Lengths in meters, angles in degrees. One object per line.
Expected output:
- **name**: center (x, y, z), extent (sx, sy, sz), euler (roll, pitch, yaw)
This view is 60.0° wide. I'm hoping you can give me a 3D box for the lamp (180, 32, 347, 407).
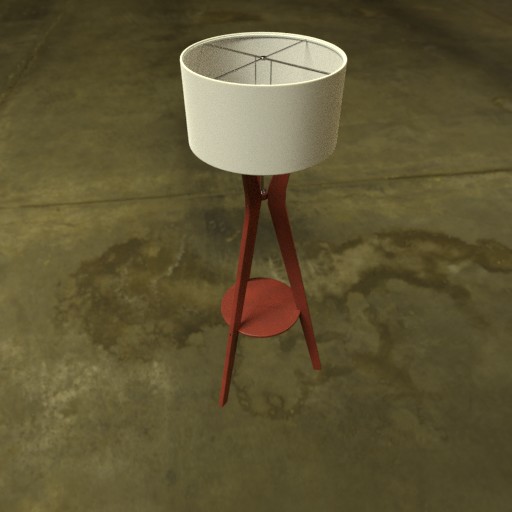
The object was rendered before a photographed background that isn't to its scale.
- **lamp**: center (0.000, 0.000, 1.727), extent (0.539, 1.472, 0.542), euler (27, 48, 27)
